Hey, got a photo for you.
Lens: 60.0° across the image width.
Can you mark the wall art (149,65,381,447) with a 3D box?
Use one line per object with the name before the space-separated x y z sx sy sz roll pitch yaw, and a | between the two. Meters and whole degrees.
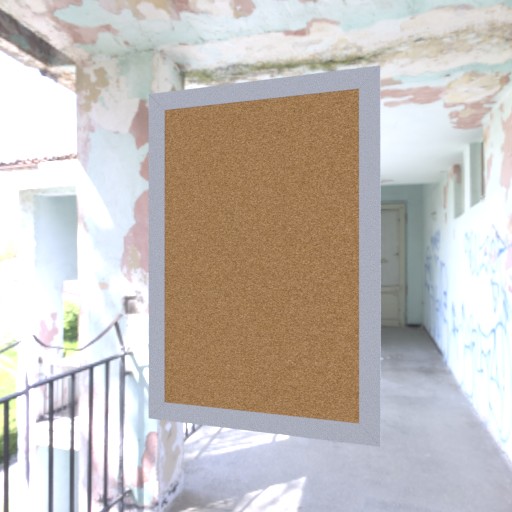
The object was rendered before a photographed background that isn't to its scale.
wall art | 0.000 0.000 0.838 0.454 0.659 0.011 0 0 17
